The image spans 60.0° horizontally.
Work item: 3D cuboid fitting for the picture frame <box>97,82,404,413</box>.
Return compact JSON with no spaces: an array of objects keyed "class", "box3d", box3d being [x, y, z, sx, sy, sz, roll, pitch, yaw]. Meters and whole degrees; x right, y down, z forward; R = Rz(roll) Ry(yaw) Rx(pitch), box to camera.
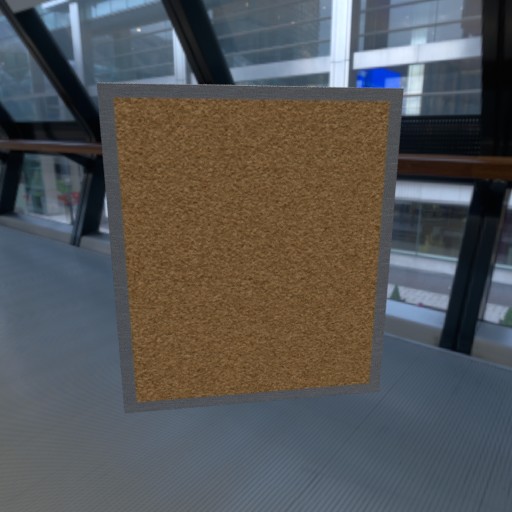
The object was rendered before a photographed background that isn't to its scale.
[{"class":"picture frame","box3d":[0.000,0.000,0.528,0.327,0.378,0.027,-2,15,-8]}]
